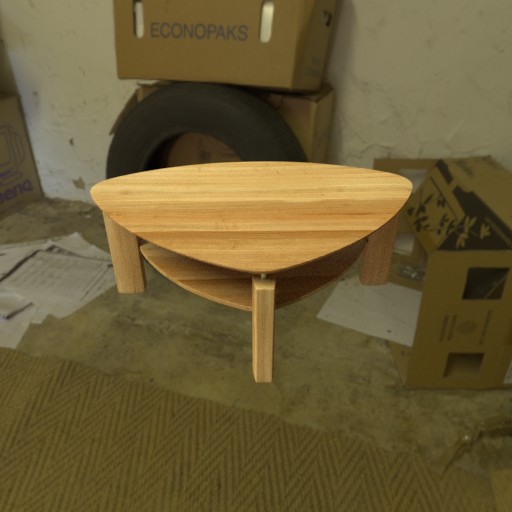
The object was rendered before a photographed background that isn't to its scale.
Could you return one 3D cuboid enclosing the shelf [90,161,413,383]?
[{"bbox_3d":[0.000,0.000,1.690,1.240,0.439,0.863,-2,32,-3],"label":"shelf"}]
